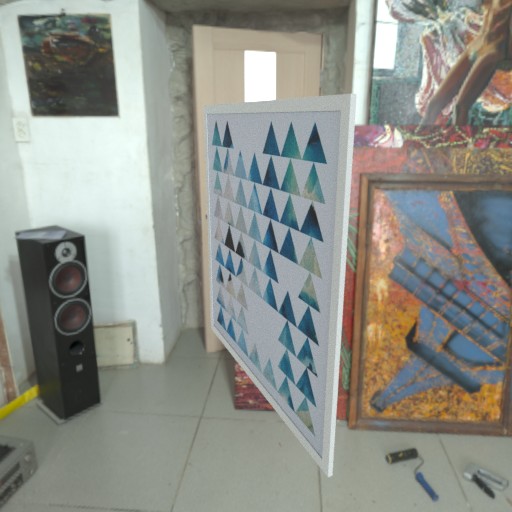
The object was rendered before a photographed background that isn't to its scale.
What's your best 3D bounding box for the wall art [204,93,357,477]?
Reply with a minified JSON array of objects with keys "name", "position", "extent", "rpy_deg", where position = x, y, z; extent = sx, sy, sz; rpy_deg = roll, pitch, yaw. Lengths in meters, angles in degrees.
[{"name":"wall art","position":[0.000,0.000,0.692],"extent":[0.007,0.456,0.456],"rpy_deg":[-8,19,-23]}]
